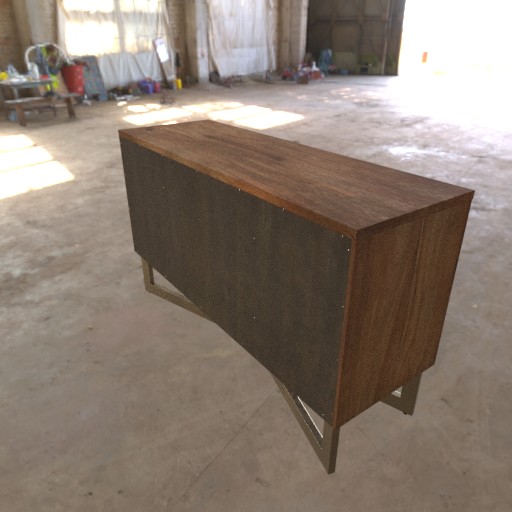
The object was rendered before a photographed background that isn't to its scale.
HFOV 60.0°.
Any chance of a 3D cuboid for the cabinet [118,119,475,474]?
[{"bbox_3d":[0.000,0.000,1.735,0.480,0.812,1.373,-18,32,-32],"label":"cabinet"}]
